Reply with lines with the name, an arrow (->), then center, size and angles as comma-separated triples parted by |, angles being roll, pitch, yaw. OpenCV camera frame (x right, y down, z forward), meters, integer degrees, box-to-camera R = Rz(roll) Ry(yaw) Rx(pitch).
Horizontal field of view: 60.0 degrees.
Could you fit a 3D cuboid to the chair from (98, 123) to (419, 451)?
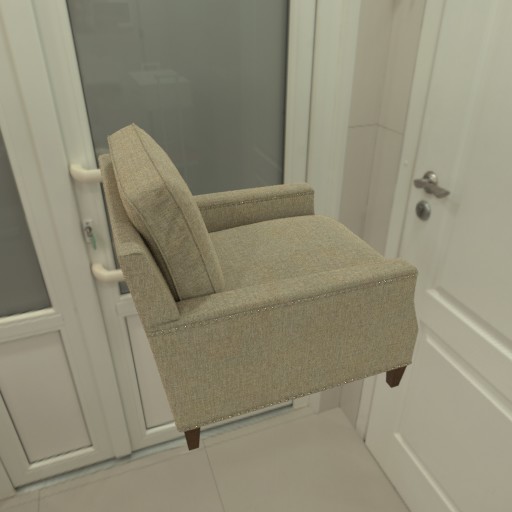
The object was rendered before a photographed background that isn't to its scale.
chair -> 0.000, 0.000, 1.713 | 1.014, 0.943, 0.853 | -11, 32, -17
